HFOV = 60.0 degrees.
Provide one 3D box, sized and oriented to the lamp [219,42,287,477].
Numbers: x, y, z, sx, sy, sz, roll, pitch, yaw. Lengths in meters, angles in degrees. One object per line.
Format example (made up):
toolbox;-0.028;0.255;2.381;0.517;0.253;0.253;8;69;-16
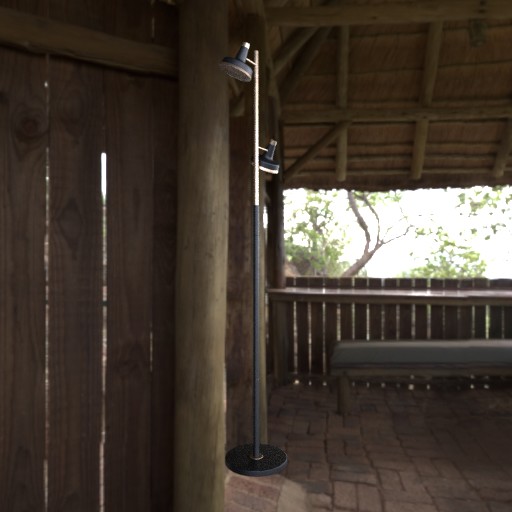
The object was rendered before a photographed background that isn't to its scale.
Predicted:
lamp;0.000;0.000;1.807;0.253;1.674;0.351;0;0;35
